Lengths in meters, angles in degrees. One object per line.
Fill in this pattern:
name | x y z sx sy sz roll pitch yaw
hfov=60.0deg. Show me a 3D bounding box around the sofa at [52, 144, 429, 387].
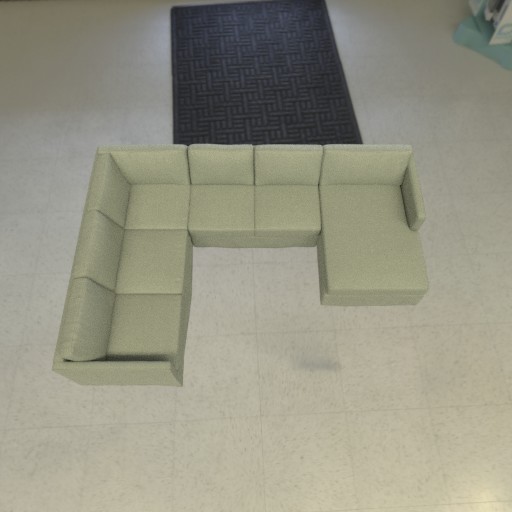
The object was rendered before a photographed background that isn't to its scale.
sofa | 0.000 0.000 4.490 3.460 0.882 2.427 0 63 0
